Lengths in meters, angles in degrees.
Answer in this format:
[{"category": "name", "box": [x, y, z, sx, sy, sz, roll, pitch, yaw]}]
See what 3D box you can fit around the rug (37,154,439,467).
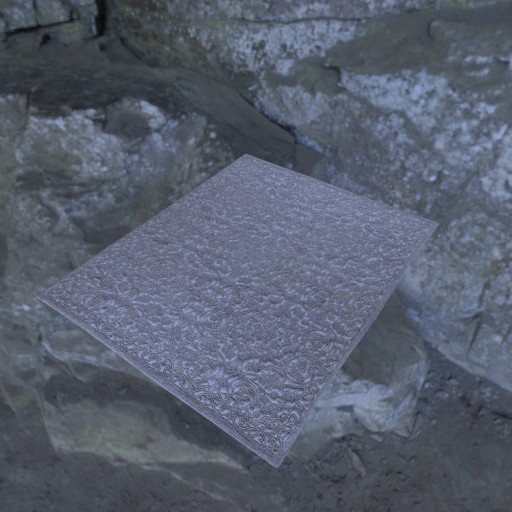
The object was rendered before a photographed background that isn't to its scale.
[{"category": "rug", "box": [0.000, 0.000, 4.156, 2.472, 0.035, 3.017, 25, 48, 26]}]
